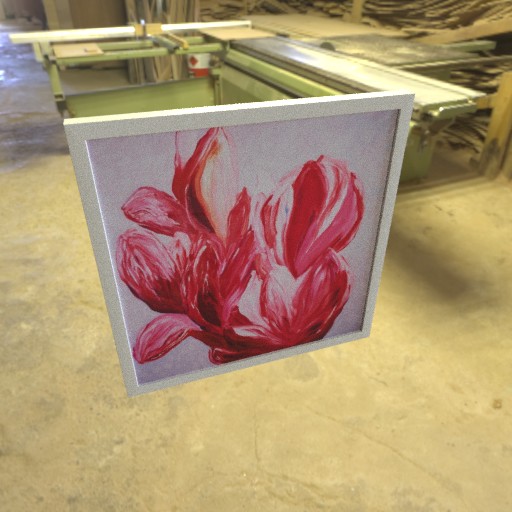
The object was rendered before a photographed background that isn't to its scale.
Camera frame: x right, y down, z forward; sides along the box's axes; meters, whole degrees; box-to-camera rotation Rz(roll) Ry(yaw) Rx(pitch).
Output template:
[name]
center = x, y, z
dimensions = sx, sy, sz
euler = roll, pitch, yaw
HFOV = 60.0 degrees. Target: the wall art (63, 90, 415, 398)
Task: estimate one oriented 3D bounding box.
[wall art]
center = 0.000, 0.000, 0.681
dimensions = 0.455, 0.453, 0.023
euler = -10, 34, -16
